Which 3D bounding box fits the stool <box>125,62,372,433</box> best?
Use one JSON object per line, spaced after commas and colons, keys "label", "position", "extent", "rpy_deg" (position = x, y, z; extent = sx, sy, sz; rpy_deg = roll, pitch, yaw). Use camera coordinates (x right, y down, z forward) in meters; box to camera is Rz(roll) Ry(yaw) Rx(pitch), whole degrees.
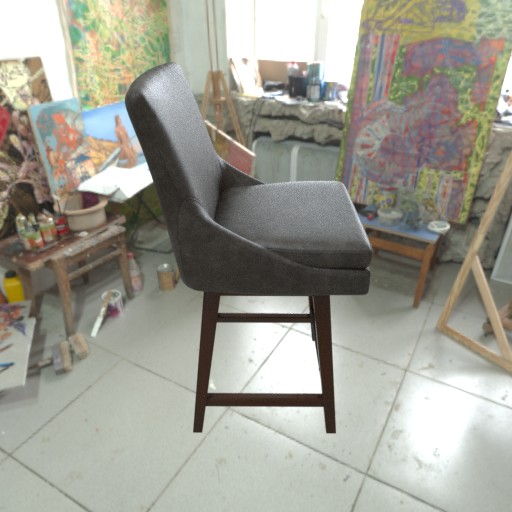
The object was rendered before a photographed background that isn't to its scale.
{"label": "stool", "position": [0.000, 0.000, 1.354], "extent": [0.587, 1.046, 0.492], "rpy_deg": [0, 31, 0]}
